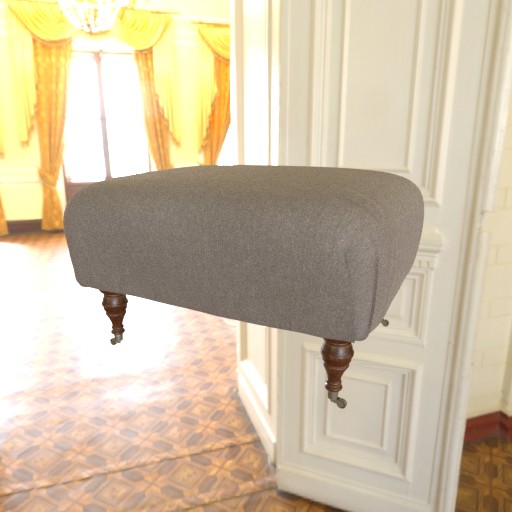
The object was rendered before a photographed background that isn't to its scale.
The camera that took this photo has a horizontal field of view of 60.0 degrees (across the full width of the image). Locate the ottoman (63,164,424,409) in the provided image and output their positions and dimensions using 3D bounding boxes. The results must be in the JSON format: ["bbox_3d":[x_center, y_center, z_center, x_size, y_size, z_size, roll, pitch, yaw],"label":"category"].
[{"bbox_3d":[0.000,0.000,1.131,0.747,0.450,0.622,8,17,26],"label":"ottoman"}]
